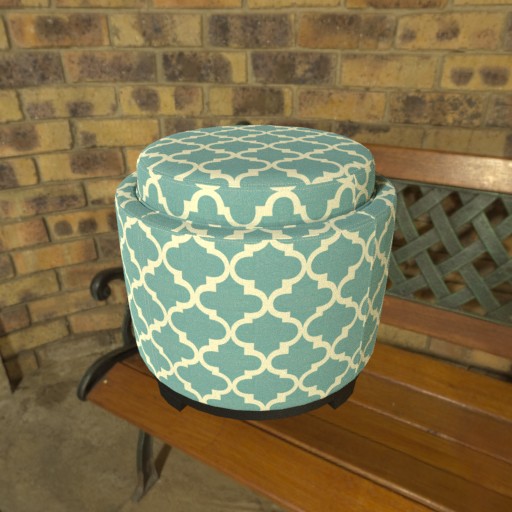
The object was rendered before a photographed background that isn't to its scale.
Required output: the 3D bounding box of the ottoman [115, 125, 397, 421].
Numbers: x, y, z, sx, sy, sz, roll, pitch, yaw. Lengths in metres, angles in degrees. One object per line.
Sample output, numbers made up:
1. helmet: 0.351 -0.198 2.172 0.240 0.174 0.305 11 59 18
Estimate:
1. ottoman: 0.000 0.000 0.835 0.480 0.429 0.480 0 27 0
